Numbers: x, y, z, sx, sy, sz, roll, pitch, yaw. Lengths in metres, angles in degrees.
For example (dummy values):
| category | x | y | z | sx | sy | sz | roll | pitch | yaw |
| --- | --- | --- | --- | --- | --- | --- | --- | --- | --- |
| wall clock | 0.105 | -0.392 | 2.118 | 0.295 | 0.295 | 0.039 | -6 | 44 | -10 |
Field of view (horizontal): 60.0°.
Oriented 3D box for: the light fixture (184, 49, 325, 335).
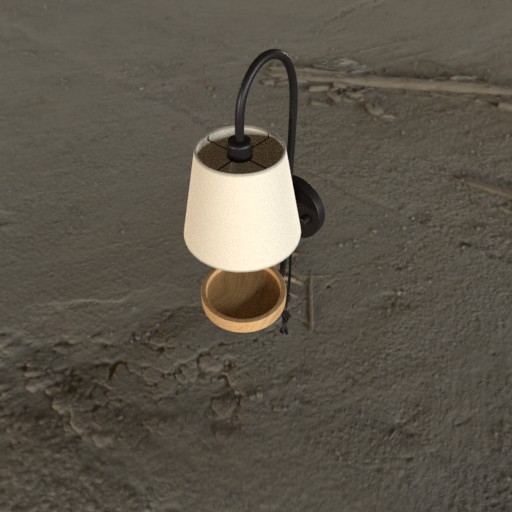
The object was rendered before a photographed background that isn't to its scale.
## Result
| category | x | y | z | sx | sy | sz | roll | pitch | yaw |
| --- | --- | --- | --- | --- | --- | --- | --- | --- | --- |
| light fixture | 0.000 | 0.000 | 0.931 | 0.220 | 0.821 | 0.299 | 31 | 53 | 27 |
